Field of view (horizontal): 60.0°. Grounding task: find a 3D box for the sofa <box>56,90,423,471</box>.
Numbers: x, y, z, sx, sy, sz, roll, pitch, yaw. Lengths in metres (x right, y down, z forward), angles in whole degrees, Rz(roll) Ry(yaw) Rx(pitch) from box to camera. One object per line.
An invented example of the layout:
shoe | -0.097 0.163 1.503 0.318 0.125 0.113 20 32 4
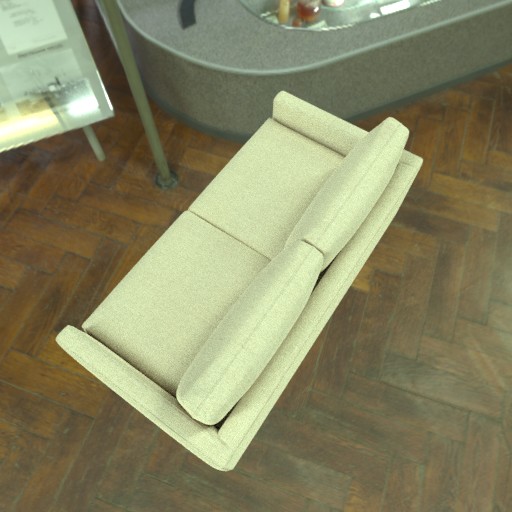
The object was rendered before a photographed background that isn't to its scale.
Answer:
sofa | 0.000 0.000 2.057 0.839 0.812 1.651 31 67 15
